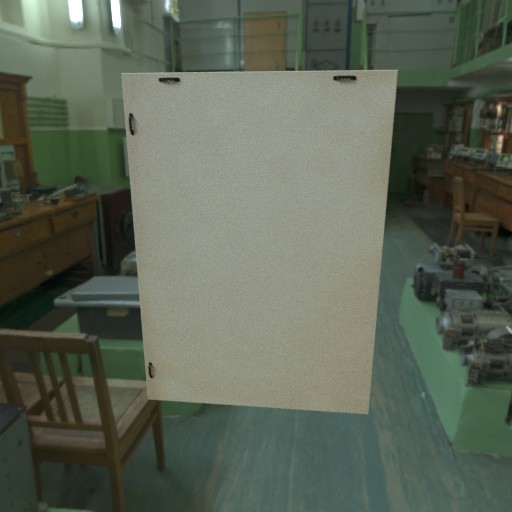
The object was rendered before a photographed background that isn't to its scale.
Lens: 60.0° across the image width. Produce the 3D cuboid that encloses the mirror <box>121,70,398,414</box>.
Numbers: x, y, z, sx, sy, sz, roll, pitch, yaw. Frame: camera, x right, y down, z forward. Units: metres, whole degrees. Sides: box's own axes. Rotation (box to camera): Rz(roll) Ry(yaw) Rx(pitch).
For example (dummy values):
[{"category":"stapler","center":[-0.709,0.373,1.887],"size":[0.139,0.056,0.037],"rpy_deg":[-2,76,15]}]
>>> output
[{"category":"mirror","center":[0.000,0.000,0.924],"size":[0.507,0.710,0.040],"rpy_deg":[2,17,6]}]
